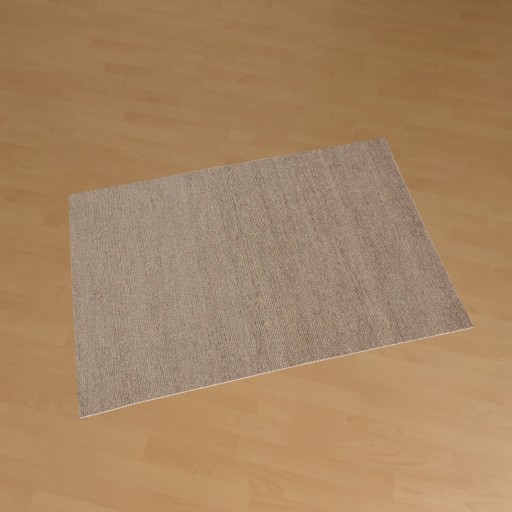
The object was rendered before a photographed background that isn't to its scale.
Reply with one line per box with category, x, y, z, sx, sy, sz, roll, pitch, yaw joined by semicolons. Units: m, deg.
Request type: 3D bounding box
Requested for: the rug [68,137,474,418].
rug;0.000;0.000;2.193;1.792;0.021;1.154;-11;64;-6
